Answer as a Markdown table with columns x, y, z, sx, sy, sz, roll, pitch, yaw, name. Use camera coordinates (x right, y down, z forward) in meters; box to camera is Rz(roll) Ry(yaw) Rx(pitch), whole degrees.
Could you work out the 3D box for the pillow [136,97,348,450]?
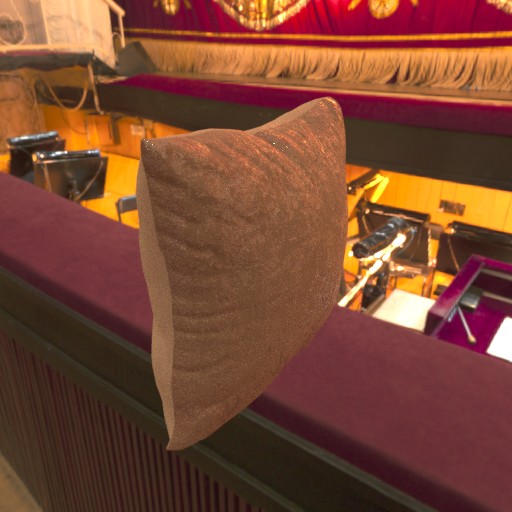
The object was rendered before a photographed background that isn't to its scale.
| x | y | z | sx | sy | sz | roll | pitch | yaw | name |
| --- | --- | --- | --- | --- | --- | --- | --- | --- | --- |
| 0.000 | 0.000 | 0.710 | 0.245 | 0.448 | 0.450 | 18 | 31 | 32 | pillow |
